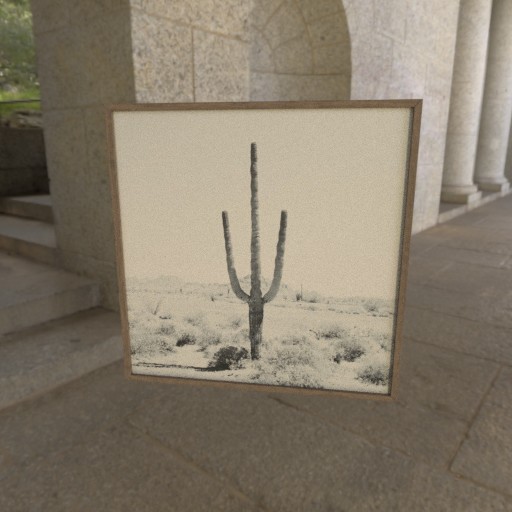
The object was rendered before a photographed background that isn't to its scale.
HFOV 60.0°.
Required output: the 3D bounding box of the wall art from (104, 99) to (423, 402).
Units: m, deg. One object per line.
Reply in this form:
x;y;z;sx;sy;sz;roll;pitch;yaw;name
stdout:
0.000;0.000;1.158;0.762;0.762;0.038;2;14;9;wall art
